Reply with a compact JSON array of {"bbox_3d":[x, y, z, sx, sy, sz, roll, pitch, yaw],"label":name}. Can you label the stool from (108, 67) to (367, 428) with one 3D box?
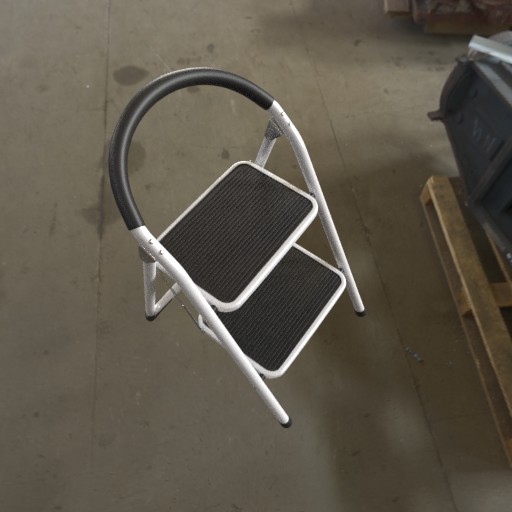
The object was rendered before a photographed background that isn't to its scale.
[{"bbox_3d":[0.000,0.000,1.093,0.559,0.760,0.453,33,65,18],"label":"stool"}]
